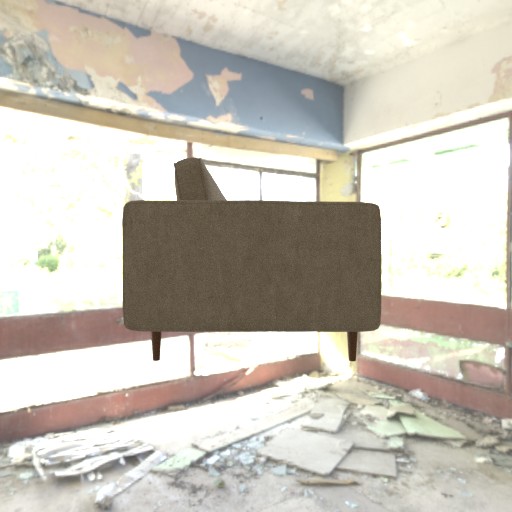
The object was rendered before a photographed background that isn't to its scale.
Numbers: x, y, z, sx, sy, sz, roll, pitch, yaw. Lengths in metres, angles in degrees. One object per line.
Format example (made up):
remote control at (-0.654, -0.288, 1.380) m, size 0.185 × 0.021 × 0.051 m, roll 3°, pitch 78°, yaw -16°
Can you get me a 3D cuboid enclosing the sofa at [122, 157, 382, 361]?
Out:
sofa at (0.000, 0.000, 2.600) m, size 0.919 × 0.770 × 2.200 m, roll 0°, pitch 1°, yaw 0°
